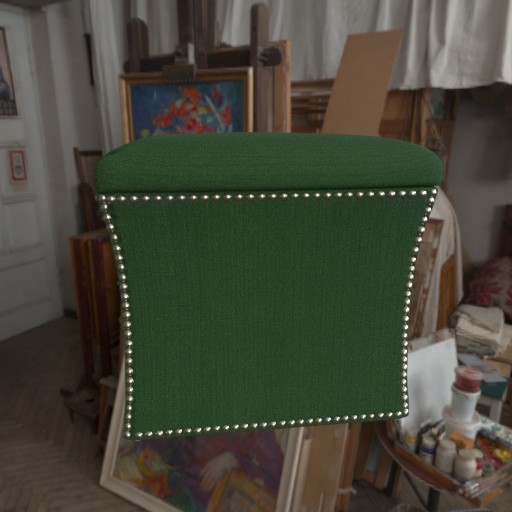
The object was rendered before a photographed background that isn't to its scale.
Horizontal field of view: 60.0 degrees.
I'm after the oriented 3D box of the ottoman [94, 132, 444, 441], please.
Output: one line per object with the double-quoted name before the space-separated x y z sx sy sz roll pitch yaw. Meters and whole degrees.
"ottoman" 0.000 0.000 0.881 0.507 0.475 0.497 -2 16 -7
